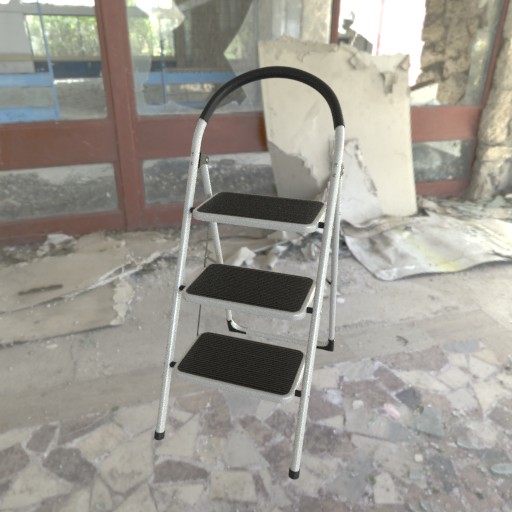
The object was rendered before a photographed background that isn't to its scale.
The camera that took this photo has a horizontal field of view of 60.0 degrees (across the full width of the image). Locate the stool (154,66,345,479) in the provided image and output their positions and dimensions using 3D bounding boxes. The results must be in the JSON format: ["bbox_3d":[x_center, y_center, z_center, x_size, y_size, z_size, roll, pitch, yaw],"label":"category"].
[{"bbox_3d":[0.000,0.000,1.426,0.485,1.109,0.676,8,27,17],"label":"stool"}]
